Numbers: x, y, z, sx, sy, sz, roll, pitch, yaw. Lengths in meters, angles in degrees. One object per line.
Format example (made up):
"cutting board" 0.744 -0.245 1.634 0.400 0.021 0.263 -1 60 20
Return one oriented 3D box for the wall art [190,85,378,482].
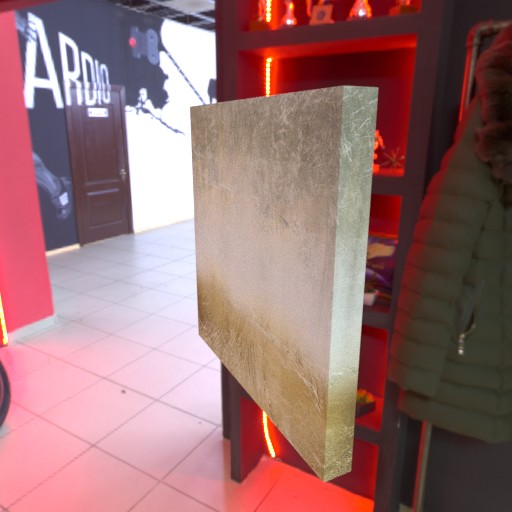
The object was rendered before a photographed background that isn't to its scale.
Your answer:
"wall art" 0.000 0.000 0.611 0.038 0.407 0.405 -8 18 -25
